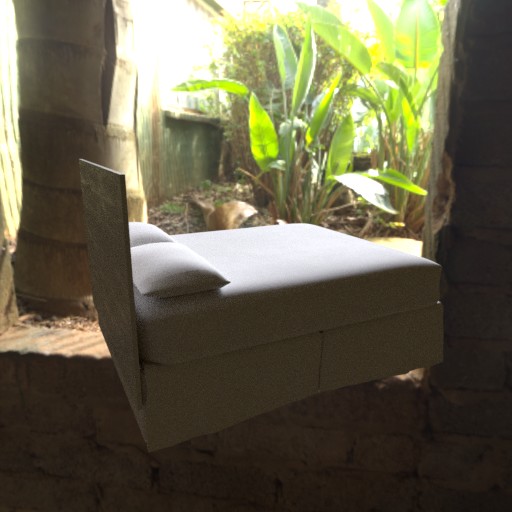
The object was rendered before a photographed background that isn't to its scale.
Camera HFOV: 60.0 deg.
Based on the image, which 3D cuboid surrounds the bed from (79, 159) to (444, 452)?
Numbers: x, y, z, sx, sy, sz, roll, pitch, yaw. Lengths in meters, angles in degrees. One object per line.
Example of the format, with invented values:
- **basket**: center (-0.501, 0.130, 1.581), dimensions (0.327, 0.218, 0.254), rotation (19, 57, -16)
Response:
- **bed**: center (0.000, 0.000, 3.163), dimensions (2.094, 1.335, 1.745), rotation (-7, 17, -26)
